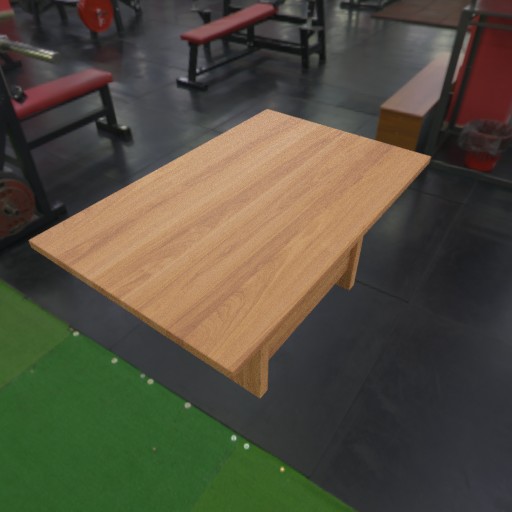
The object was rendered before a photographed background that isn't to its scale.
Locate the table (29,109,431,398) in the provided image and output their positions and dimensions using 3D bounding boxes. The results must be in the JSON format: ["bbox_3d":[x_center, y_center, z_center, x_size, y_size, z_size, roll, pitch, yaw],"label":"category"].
[{"bbox_3d":[0.000,0.000,1.527,0.700,0.510,1.100,26,47,27],"label":"table"}]
